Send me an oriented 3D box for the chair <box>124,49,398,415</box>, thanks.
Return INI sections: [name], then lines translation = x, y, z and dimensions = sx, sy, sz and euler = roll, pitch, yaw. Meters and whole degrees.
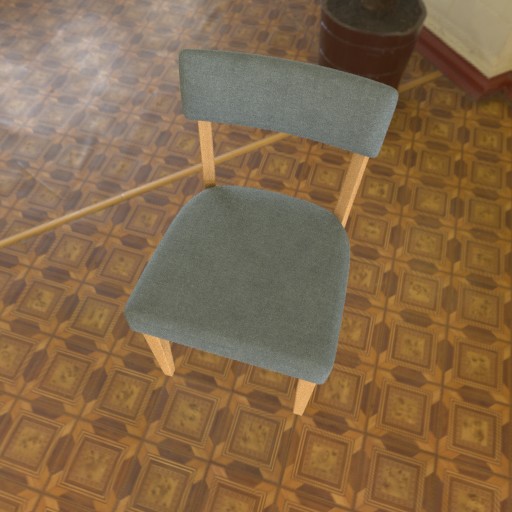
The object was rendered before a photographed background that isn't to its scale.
[chair]
translation = 0.000, 0.000, 1.182
dimensions = 0.508, 0.832, 0.572
euler = 14, 60, 8
